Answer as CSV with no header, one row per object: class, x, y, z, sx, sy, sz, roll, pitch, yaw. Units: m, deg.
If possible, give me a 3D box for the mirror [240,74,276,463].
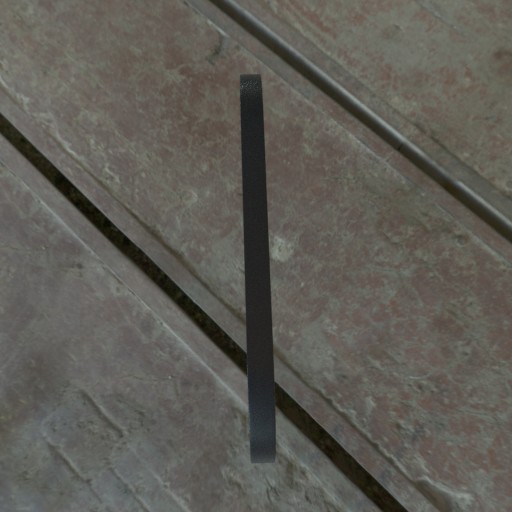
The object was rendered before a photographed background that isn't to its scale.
mirror,0.000,0.000,0.682,0.032,0.254,0.584,-2,76,0
